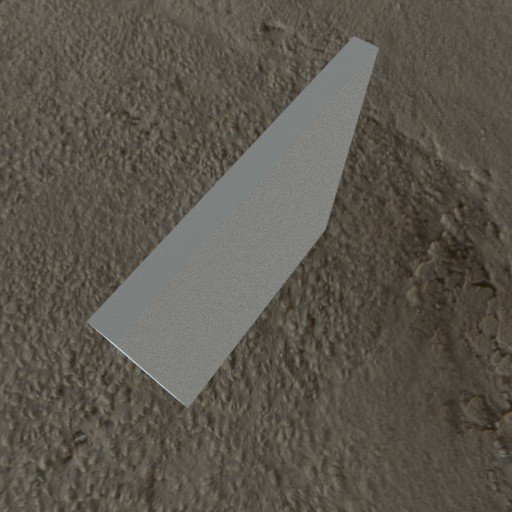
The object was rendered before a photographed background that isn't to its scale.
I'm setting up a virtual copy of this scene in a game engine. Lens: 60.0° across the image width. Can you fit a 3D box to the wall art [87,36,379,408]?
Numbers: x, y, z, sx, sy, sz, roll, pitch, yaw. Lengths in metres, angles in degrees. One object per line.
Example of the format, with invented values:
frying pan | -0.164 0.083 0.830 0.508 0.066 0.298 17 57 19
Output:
wall art | 0.000 0.000 0.523 0.027 0.355 0.355 34 69 15
